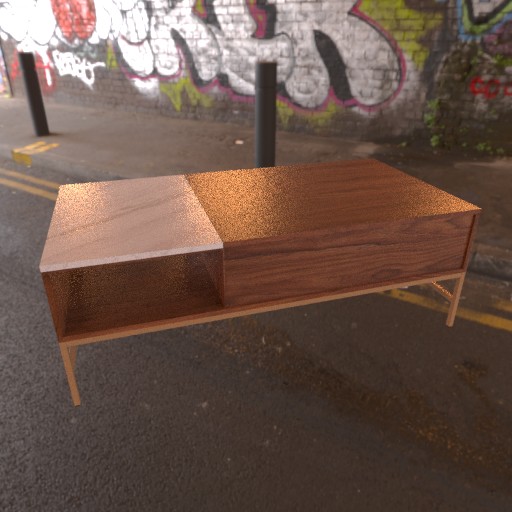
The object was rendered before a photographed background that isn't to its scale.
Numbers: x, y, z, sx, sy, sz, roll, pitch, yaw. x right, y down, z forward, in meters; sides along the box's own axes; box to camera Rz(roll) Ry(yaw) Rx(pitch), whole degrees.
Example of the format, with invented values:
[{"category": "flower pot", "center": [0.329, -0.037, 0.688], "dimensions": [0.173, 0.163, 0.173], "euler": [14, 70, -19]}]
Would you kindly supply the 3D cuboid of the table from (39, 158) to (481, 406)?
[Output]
[{"category": "table", "center": [0.000, 0.000, 1.943], "dimensions": [1.553, 0.551, 0.789], "euler": [-8, 28, -15]}]
